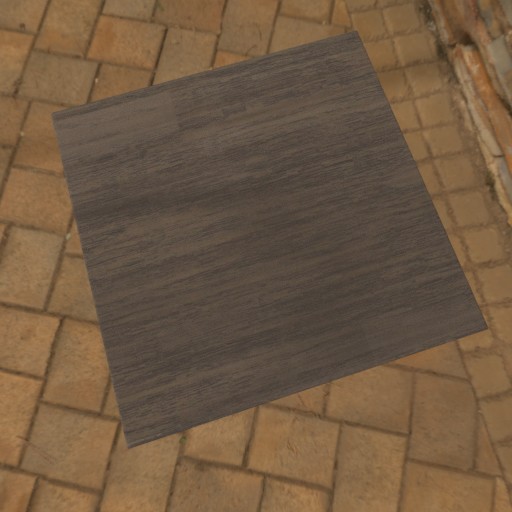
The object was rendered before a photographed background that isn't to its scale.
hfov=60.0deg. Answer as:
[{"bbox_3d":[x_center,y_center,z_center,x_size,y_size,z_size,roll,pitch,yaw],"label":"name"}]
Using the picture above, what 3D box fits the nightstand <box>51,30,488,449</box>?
[{"bbox_3d":[0.000,0.000,0.877,0.502,0.497,0.503,-17,76,-4],"label":"nightstand"}]
